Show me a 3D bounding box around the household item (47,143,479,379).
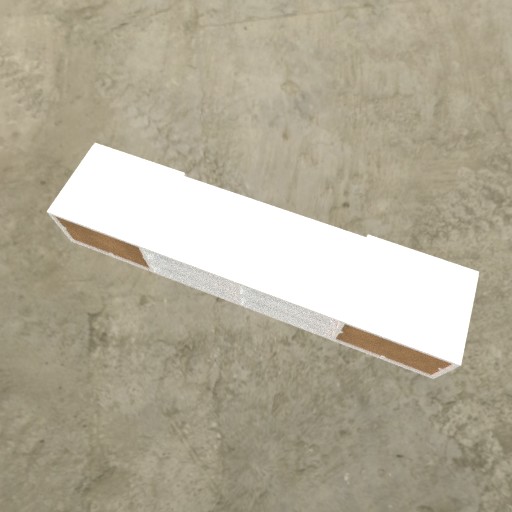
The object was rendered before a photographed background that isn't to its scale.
[{"bbox_3d":[0.000,0.000,2.061,1.850,0.310,0.420,20,66,9],"label":"household item"}]
